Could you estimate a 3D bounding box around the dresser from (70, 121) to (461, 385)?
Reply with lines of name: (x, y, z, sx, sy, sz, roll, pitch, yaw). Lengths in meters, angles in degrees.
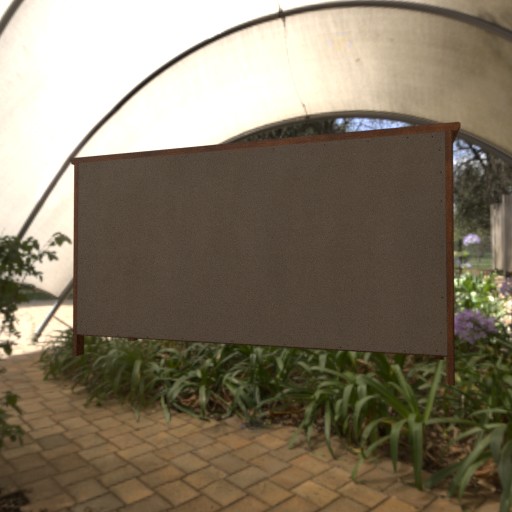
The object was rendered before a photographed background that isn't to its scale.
dresser: (0.000, 0.000, 1.890, 1.551, 0.856, 0.463, 0, -1, 18)
